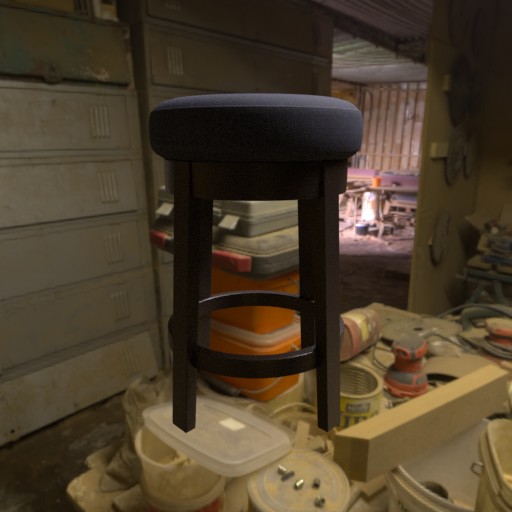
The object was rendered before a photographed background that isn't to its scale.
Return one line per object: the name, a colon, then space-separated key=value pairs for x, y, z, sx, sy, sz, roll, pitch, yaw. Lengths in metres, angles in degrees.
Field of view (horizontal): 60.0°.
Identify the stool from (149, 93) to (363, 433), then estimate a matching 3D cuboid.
stool: x=0.000 y=0.000 z=0.978 sx=0.449 sy=0.655 sz=0.449 roll=0 pitch=15 yaw=0
